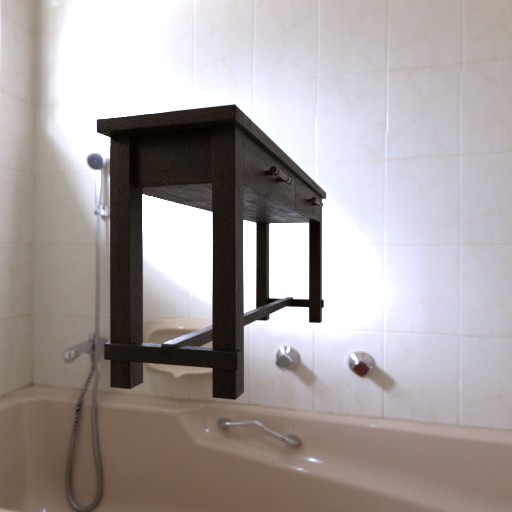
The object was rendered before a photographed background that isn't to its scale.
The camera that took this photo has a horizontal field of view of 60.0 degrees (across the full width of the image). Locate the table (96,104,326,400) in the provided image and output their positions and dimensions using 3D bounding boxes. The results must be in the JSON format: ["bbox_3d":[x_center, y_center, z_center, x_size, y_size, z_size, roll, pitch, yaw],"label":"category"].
[{"bbox_3d":[0.000,0.000,1.932,0.442,0.762,1.599,0,0,17],"label":"table"}]
